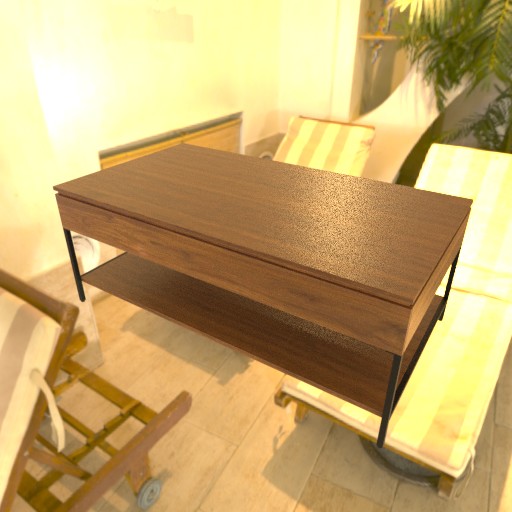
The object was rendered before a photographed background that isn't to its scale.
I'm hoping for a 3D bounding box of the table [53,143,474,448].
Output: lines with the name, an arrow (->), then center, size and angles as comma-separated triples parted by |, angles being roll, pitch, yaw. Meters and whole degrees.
table -> 0.000, 0.000, 1.362 | 1.057, 0.414, 0.574 | 18, 34, 29
